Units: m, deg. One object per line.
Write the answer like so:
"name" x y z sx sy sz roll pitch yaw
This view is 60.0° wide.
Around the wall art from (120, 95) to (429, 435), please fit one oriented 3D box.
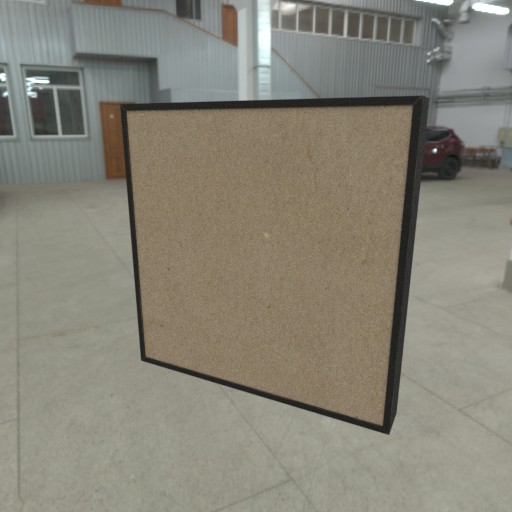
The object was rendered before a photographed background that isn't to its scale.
"wall art" 0.000 0.000 0.462 0.305 0.305 0.038 8 18 26
